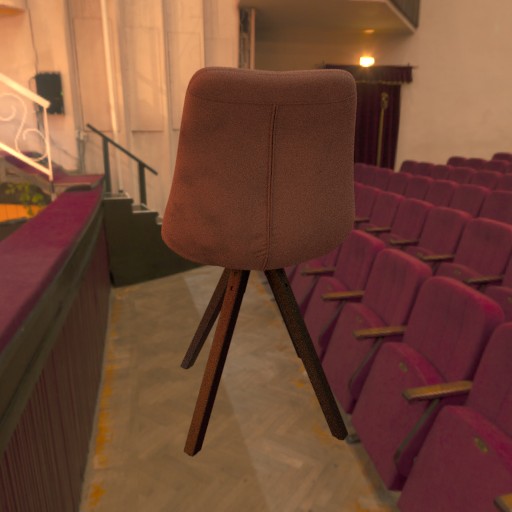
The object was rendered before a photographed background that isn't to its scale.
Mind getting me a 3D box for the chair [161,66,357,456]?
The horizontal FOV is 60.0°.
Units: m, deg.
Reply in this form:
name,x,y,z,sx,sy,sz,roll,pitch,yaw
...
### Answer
name,x,y,z,sx,sy,sz,roll,pitch,yaw
chair,0.000,0.000,1.178,0.483,0.865,0.547,-2,16,-8
